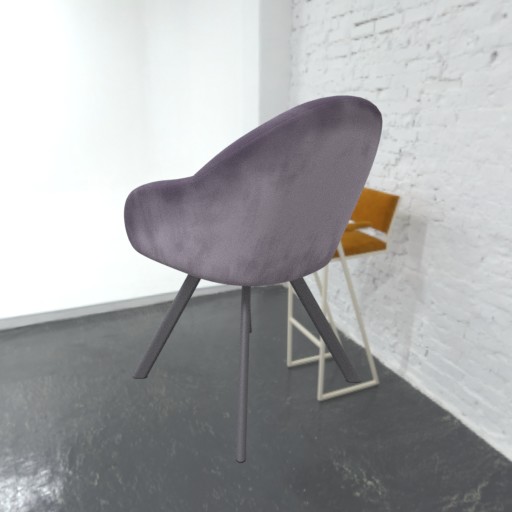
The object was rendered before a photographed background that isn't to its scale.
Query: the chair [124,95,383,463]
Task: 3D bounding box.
[{"bbox_3d":[0.000,0.000,1.194,0.550,0.795,0.590,-16,23,-41],"label":"chair"}]
